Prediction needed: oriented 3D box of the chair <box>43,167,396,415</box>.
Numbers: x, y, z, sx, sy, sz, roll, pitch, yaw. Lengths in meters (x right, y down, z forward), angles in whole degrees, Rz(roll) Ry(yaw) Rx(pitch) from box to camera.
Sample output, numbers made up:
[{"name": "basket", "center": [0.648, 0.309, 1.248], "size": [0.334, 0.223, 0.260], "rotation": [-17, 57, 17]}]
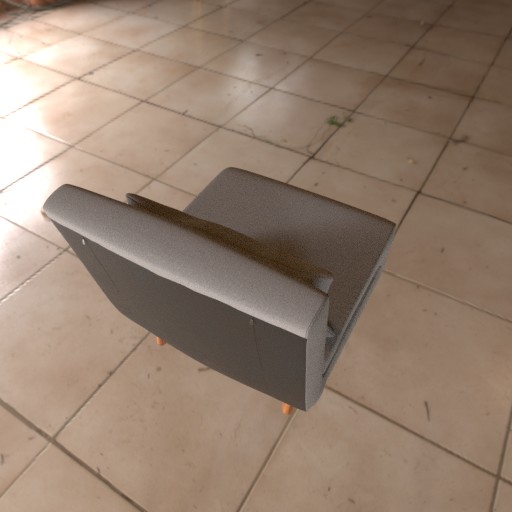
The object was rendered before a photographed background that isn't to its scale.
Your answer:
[{"name": "chair", "center": [0.000, 0.000, 1.529], "size": [0.770, 0.808, 0.902], "rotation": [23, 50, 20]}]
